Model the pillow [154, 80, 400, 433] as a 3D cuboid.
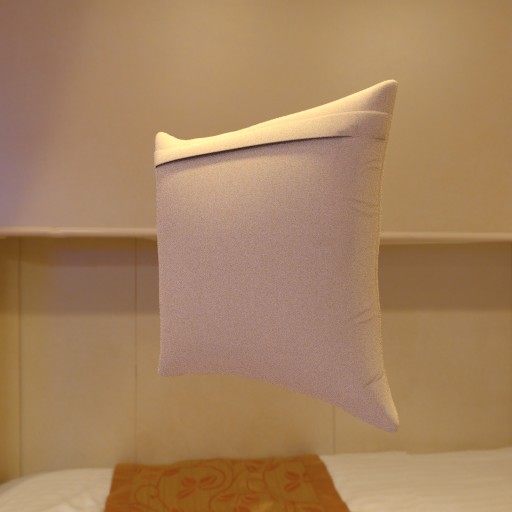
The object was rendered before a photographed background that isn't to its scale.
[{"bbox_3d":[0.000,0.000,0.624,0.405,0.406,0.173,1,1,36],"label":"pillow"}]
